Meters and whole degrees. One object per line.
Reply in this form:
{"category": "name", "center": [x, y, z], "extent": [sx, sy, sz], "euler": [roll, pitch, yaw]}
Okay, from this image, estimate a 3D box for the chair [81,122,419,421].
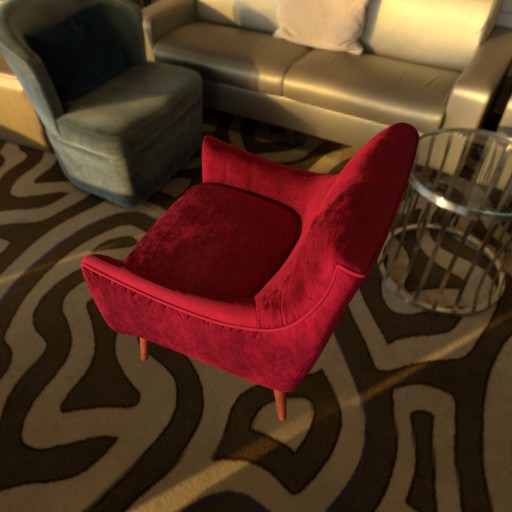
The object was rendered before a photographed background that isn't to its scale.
{"category": "chair", "center": [0.000, 0.000, 1.464], "extent": [0.787, 0.838, 0.762], "euler": [18, 48, 17]}
